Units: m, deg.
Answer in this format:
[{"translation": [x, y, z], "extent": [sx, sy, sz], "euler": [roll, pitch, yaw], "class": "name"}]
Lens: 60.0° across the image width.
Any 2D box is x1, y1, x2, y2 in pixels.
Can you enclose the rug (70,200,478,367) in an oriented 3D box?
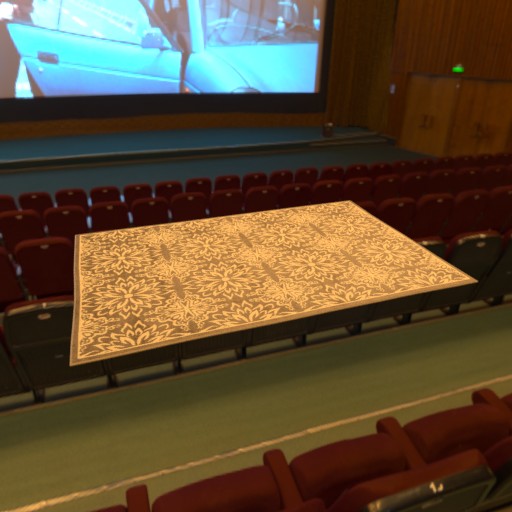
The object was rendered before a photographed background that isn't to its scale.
[{"translation": [0.000, 0.000, 2.383], "extent": [1.847, 0.012, 1.224], "euler": [-9, 28, -17], "class": "rug"}]
